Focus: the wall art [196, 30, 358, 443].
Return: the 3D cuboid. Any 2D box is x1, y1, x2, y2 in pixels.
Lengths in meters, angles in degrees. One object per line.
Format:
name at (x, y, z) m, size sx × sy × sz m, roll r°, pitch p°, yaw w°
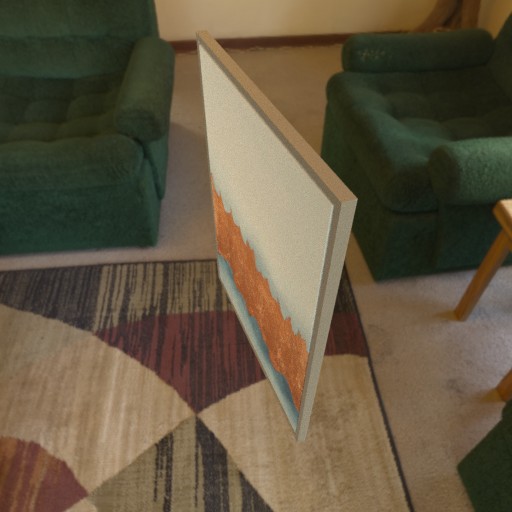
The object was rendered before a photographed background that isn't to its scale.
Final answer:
wall art at (0.000, 0.000, 1.355) m, size 0.034 × 1.042 × 0.789 m, roll -17°, pitch 49°, yaw -15°
